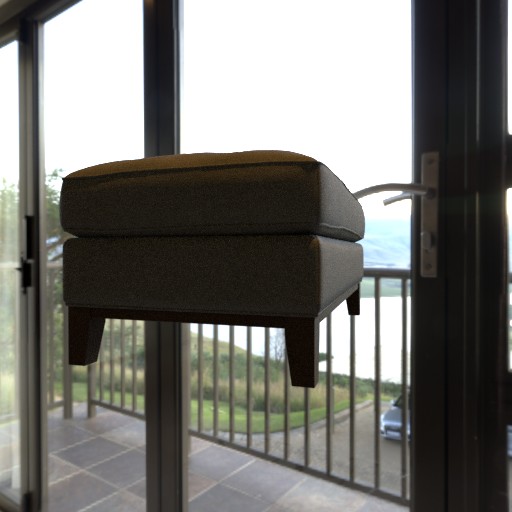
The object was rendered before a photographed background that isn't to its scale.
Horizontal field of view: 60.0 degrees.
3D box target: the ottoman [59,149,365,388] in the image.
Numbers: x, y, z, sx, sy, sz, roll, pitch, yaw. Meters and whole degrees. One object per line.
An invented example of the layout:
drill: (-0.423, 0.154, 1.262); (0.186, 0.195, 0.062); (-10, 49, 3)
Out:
ottoman: (0.000, 0.000, 1.494); (0.648, 0.514, 1.143); (0, 1, 18)
